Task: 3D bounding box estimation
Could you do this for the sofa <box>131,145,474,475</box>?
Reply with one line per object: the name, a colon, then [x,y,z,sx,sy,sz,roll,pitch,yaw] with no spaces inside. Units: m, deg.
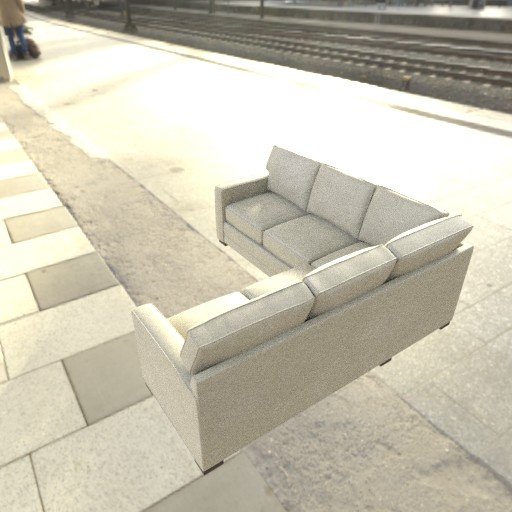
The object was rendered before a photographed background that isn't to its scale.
sofa: [0.000,0.000,3.404,2.211,0.936,2.188,-20,37,-30]
